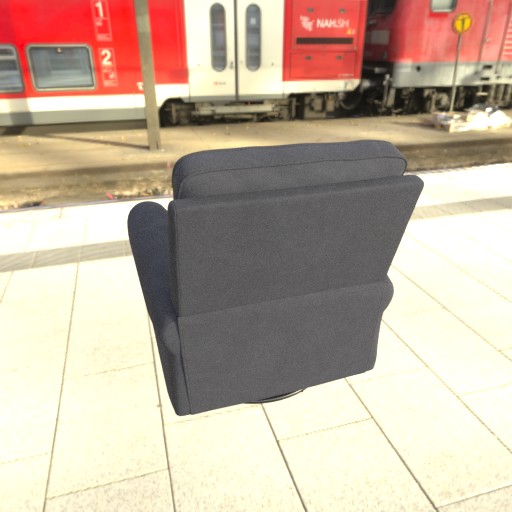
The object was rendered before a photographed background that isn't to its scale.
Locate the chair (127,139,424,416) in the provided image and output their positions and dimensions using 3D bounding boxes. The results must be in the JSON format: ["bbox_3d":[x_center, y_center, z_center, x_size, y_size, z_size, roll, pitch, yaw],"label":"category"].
[{"bbox_3d":[0.000,0.000,1.677,0.890,0.961,0.878,-8,27,-17],"label":"chair"}]
